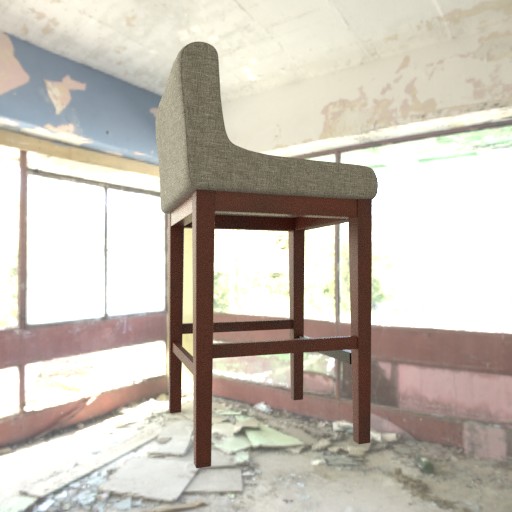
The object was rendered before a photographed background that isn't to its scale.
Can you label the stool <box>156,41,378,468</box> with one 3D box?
[{"bbox_3d":[0.000,0.000,1.103,0.459,0.835,0.417,1,-2,-19],"label":"stool"}]
